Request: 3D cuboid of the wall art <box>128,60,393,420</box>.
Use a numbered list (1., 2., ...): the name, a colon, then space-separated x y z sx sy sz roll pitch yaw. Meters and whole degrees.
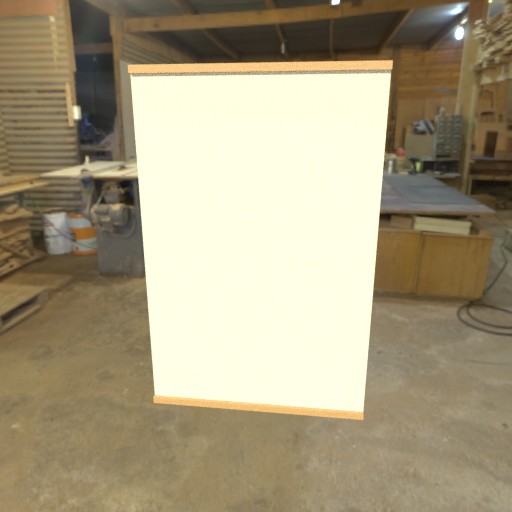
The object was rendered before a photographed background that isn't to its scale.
1. wall art: 0.000 0.000 1.882 0.991 1.510 0.040 2 17 7
